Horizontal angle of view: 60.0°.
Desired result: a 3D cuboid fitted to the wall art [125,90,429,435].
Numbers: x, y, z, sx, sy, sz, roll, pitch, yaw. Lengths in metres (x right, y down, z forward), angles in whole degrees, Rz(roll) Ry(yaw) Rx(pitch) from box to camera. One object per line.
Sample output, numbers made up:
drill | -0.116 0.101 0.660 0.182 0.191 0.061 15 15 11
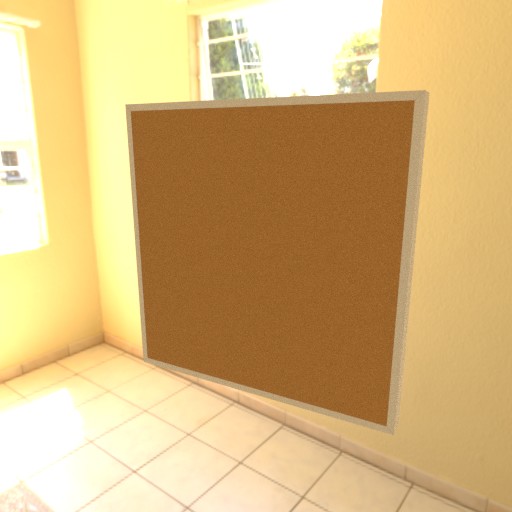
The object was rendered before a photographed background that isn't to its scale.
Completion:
wall art | 0.000 0.000 0.455 0.304 0.304 0.024 8 17 27
